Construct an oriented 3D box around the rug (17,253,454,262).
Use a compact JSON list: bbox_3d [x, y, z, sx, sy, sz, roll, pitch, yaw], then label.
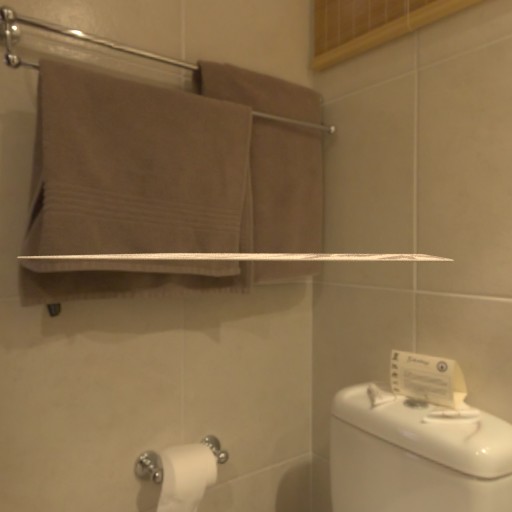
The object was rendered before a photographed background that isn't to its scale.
[{"bbox_3d":[0.000,0.000,3.932,2.945,0.014,2.353,0,1,17],"label":"rug"}]
